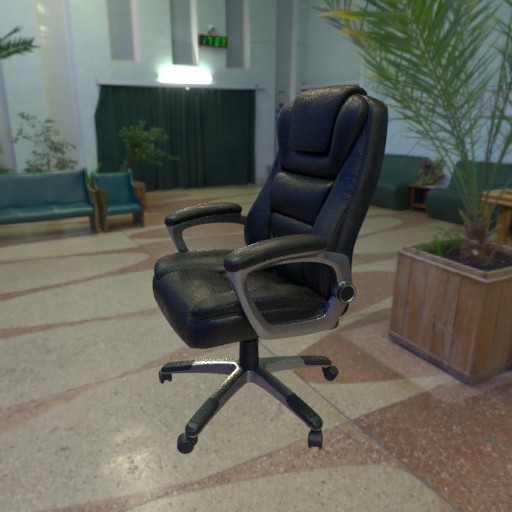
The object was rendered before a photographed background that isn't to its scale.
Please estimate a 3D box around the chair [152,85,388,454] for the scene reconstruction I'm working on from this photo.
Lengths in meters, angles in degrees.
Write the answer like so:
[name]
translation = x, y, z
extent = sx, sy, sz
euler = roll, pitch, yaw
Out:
[chair]
translation = 0.000, 0.000, 1.469
extent = 0.689, 1.075, 0.697
euler = -8, 19, -25
